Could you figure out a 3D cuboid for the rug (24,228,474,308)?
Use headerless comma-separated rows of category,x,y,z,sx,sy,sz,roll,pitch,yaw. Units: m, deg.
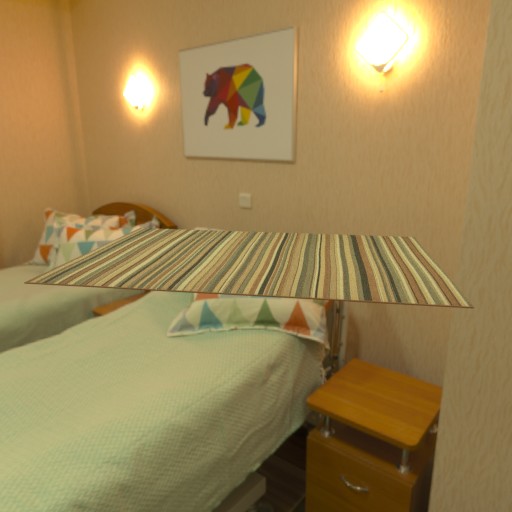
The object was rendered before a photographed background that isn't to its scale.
rug,0.000,0.000,2.350,1.829,0.008,1.219,2,15,9
